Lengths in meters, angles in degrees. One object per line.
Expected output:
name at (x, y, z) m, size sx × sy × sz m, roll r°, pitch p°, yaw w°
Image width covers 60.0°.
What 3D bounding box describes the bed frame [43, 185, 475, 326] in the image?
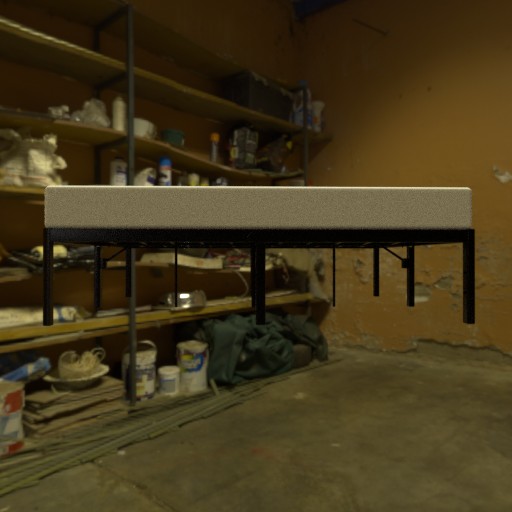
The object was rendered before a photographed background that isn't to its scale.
bed frame at (0.000, 0.000, 2.864) m, size 2.072 × 0.659 × 1.557 m, roll 0°, pitch 0°, yaw -2°
